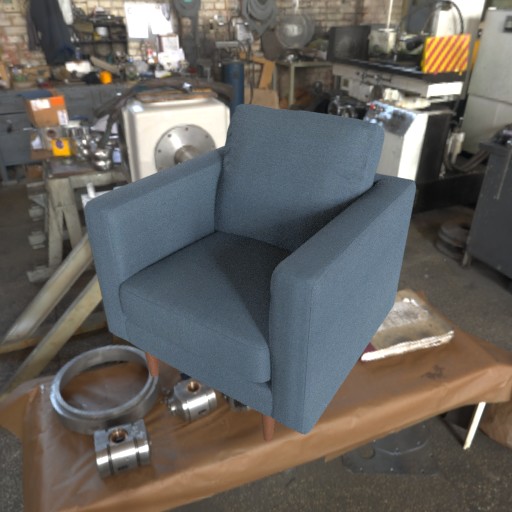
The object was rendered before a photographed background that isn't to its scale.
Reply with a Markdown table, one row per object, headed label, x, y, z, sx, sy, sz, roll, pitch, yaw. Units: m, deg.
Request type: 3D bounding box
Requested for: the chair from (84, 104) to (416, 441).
| label | x | y | z | sx | sy | sz | roll | pitch | yaw |
| --- | --- | --- | --- | --- | --- | --- | --- | --- | --- |
| chair | 0.000 | 0.000 | 1.598 | 0.855 | 0.922 | 0.820 | 18 | 35 | 29 |
